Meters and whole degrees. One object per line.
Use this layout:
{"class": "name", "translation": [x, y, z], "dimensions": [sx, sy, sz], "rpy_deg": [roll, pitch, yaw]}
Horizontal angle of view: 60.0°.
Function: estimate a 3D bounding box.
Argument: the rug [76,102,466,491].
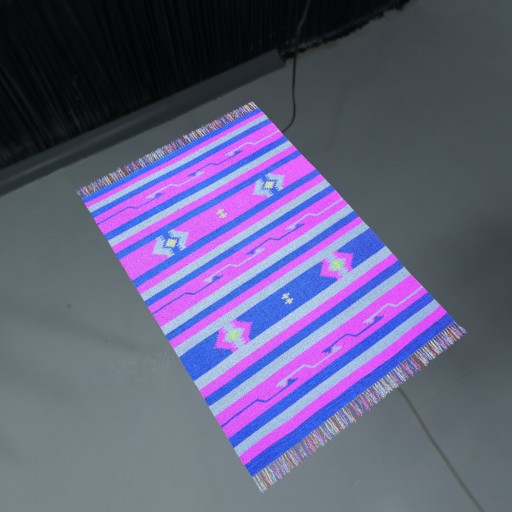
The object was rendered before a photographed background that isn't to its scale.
{"class": "rug", "translation": [0.000, 0.000, 2.938], "dimensions": [1.539, 0.013, 2.350], "rpy_deg": [-32, 68, -15]}
